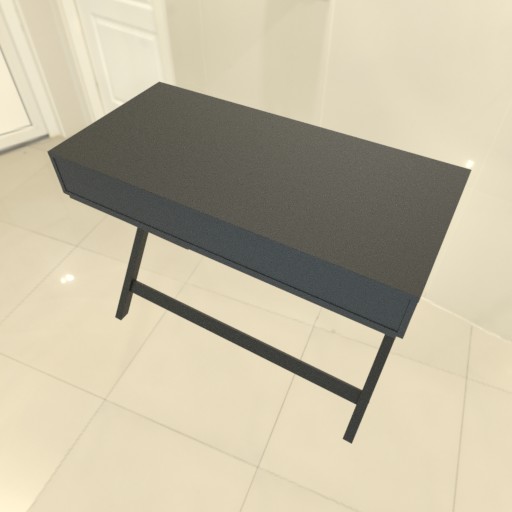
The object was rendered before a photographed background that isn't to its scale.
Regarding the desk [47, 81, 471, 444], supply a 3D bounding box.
[{"bbox_3d":[0.000,0.000,1.508,1.057,0.780,0.525,22,50,20],"label":"desk"}]
